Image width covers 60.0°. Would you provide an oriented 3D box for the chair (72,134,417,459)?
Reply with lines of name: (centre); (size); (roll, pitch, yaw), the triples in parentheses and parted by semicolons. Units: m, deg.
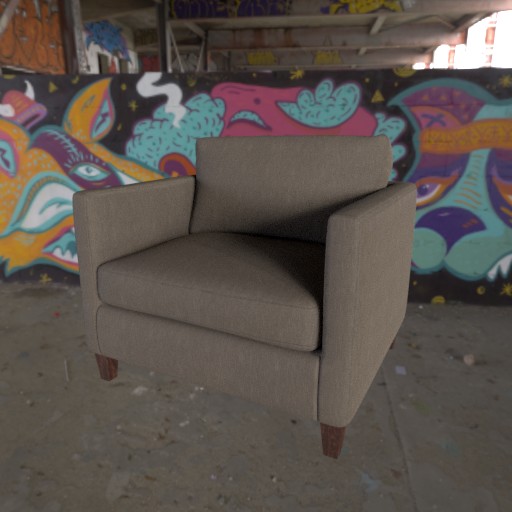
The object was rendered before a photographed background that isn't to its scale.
chair: (0.000, 0.000, 1.821); (1.107, 0.963, 0.959); (8, 17, 27)
